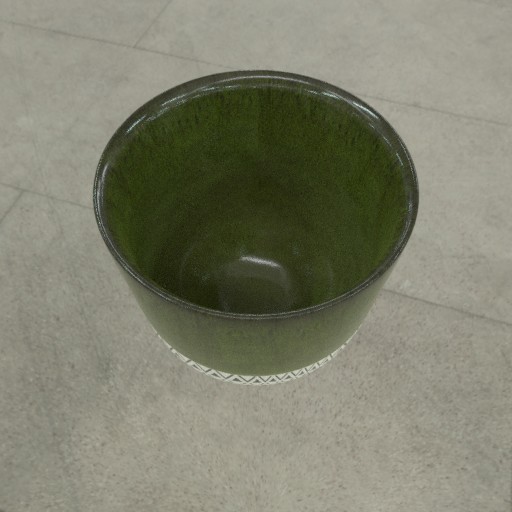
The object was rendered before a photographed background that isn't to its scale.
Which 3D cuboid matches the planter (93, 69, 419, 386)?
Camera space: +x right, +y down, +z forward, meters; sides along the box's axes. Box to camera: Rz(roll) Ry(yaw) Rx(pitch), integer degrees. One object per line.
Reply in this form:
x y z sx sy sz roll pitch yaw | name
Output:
0.000 0.000 0.480 0.266 0.270 0.266 0 59 0 | planter
